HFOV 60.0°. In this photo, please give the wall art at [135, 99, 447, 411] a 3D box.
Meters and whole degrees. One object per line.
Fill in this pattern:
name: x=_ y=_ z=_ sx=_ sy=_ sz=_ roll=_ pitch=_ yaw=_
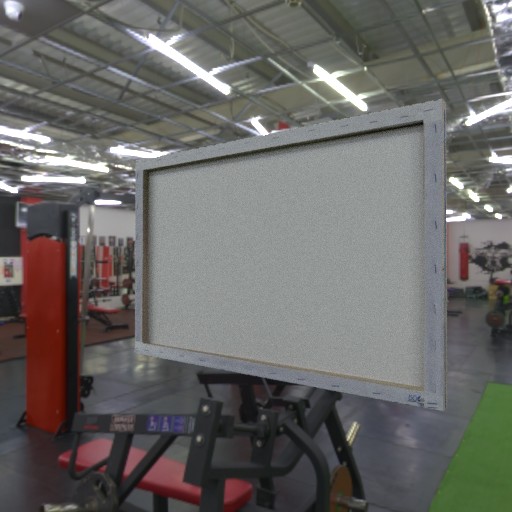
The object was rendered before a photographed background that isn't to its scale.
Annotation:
wall art: x=0.000 y=0.000 z=1.421 sx=1.143 sy=0.757 sz=0.038 roll=0 pitch=-1 yaw=36
